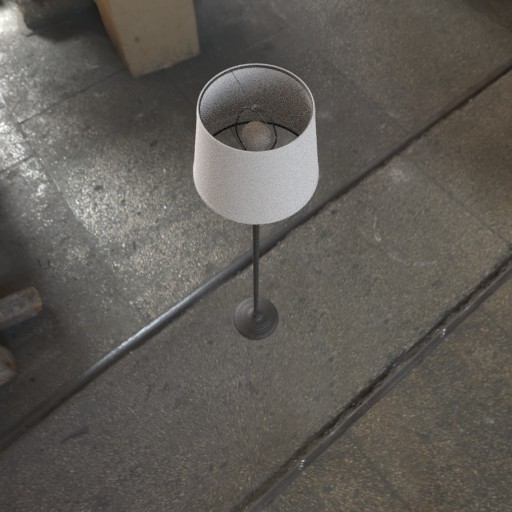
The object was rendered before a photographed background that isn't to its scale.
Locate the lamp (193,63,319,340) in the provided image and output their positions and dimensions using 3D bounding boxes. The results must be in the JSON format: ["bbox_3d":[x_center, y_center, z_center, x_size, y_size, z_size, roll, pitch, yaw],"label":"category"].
[{"bbox_3d":[0.000,0.000,1.632,0.327,1.506,0.327,16,66,7],"label":"lamp"}]
